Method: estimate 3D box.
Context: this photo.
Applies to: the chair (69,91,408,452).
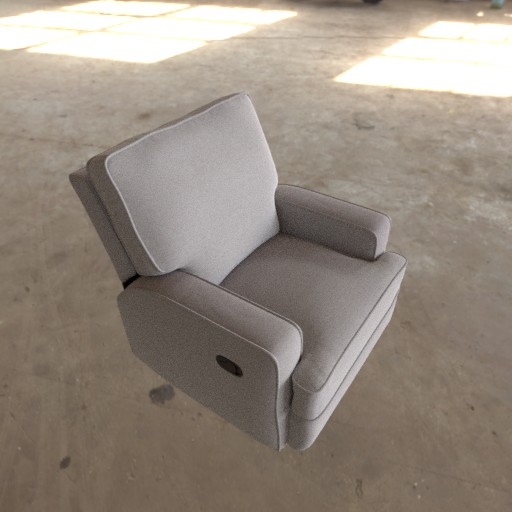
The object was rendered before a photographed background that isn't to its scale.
[{"bbox_3d":[0.000,0.000,1.670,0.969,0.964,0.861,24,45,26],"label":"chair"}]
